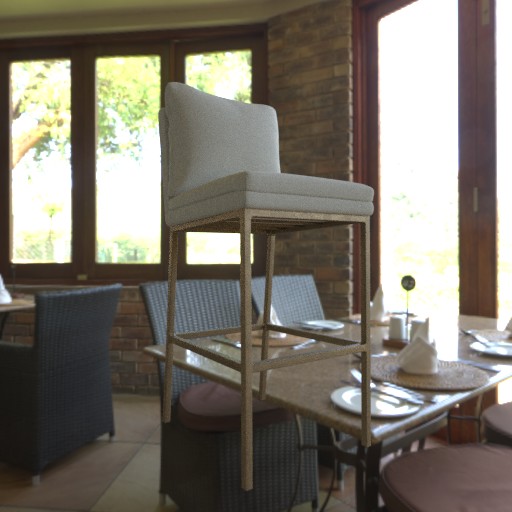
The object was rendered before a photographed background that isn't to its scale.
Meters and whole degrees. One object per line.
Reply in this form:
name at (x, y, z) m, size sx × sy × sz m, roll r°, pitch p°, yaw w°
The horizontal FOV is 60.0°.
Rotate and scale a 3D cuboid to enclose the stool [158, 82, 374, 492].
stool at (0.000, 0.000, 1.403) m, size 0.463 × 1.125 × 0.572 m, roll 0°, pitch 0°, yaw -35°
